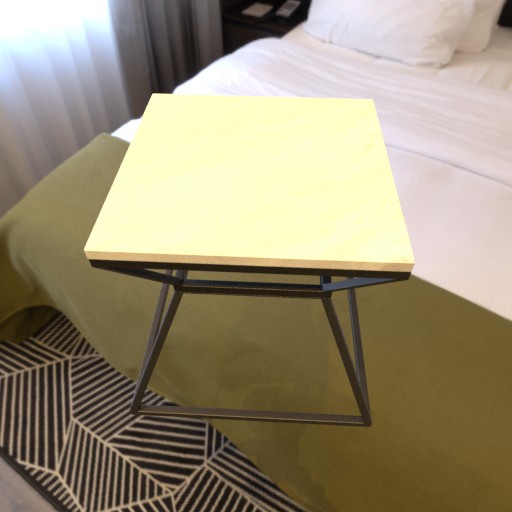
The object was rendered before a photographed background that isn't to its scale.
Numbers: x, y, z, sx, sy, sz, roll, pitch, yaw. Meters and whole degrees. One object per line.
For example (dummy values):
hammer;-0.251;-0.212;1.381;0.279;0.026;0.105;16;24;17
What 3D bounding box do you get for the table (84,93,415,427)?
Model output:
table;0.000;0.000;0.837;0.455;0.431;0.455;2;47;2
